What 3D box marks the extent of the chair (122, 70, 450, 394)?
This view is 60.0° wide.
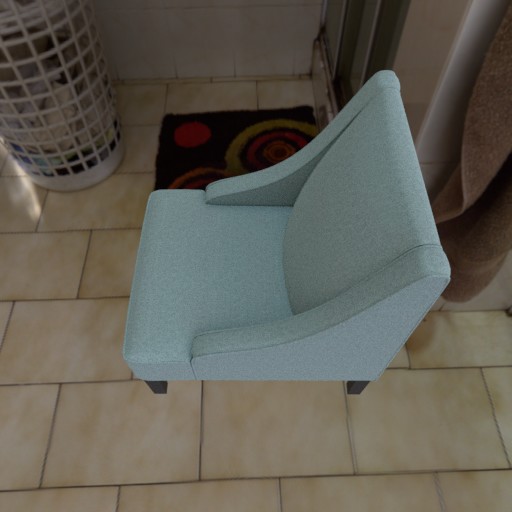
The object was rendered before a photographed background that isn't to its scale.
[{"bbox_3d":[0.000,0.000,1.817,1.025,1.133,0.857,0,57,0],"label":"chair"}]
